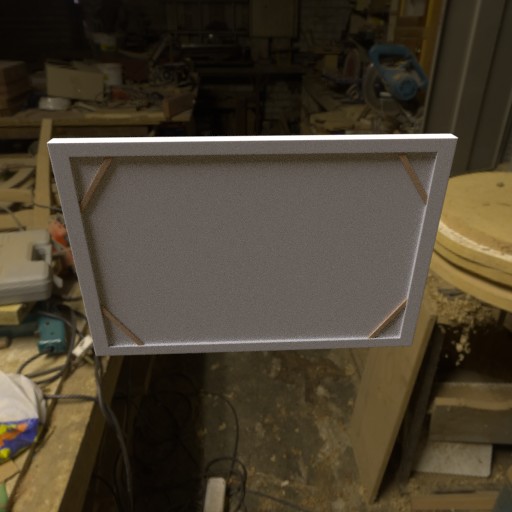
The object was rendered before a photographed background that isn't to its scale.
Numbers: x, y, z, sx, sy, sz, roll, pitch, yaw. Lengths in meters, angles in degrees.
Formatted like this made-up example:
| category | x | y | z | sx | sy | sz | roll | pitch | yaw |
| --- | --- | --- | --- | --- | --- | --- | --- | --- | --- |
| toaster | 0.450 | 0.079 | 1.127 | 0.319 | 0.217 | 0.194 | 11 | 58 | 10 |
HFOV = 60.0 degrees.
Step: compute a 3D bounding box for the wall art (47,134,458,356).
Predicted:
| category | x | y | z | sx | sy | sz | roll | pitch | yaw |
| --- | --- | --- | --- | --- | --- | --- | --- | --- | --- |
| wall art | 0.000 | 0.000 | 1.149 | 0.914 | 0.609 | 0.038 | -1 | 29 | -2 |
